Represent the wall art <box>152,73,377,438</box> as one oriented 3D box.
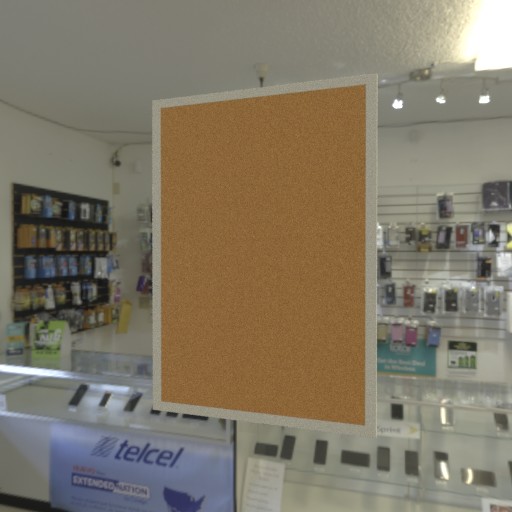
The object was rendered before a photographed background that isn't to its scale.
[{"bbox_3d":[0.000,0.000,1.251,0.659,0.940,0.013,0,1,18],"label":"wall art"}]
